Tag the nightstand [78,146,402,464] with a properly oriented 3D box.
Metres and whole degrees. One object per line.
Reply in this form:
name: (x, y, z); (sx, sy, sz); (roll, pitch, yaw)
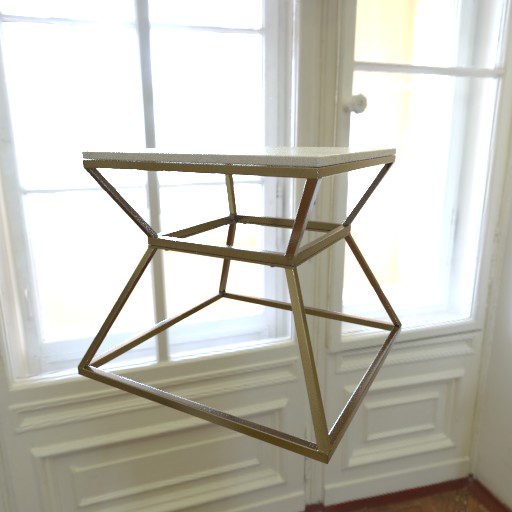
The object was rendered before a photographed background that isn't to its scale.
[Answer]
nightstand: (0.000, 0.000, 0.911); (0.514, 0.426, 0.513); (8, 17, 28)
